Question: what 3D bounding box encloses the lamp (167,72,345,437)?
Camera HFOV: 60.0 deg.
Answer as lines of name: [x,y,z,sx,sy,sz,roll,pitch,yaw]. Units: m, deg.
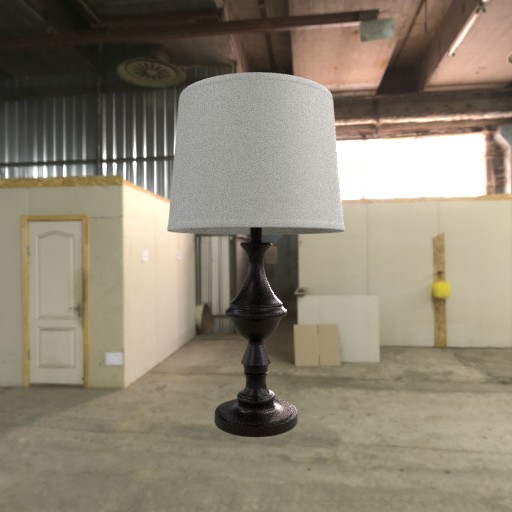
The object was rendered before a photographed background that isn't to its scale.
lamp: [0.000,0.000,0.977,0.383,0.726,0.383,0,1,0]
